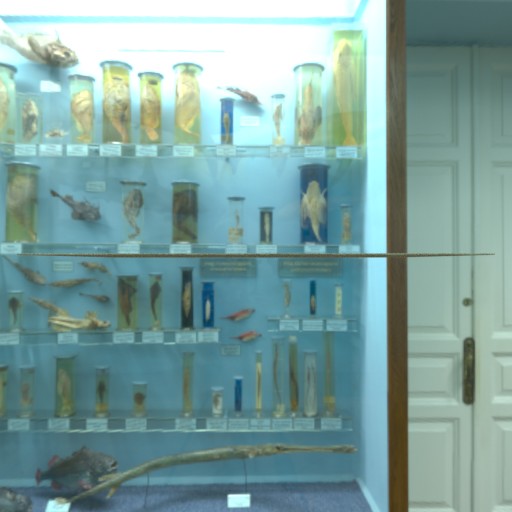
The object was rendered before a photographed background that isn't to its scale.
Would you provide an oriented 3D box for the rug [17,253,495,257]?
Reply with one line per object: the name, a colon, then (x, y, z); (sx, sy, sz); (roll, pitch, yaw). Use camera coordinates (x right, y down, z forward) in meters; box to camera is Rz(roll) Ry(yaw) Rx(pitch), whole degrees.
rug: (0.000, 0.000, 2.181); (1.747, 0.006, 1.143); (0, -1, 1)
